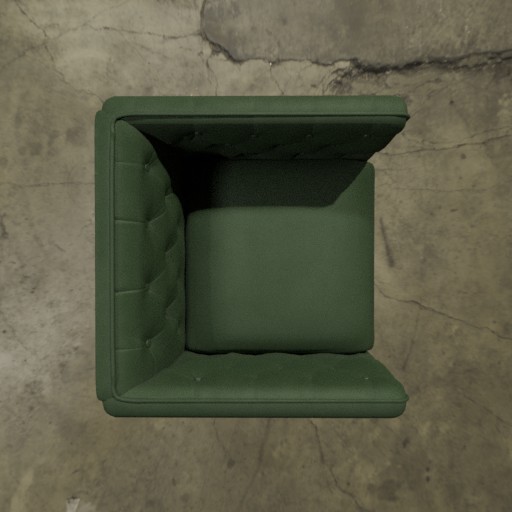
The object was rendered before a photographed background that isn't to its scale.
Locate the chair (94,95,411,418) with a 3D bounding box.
[{"bbox_3d":[0.000,0.000,1.551,0.855,0.768,0.917,0,91,1],"label":"chair"}]
